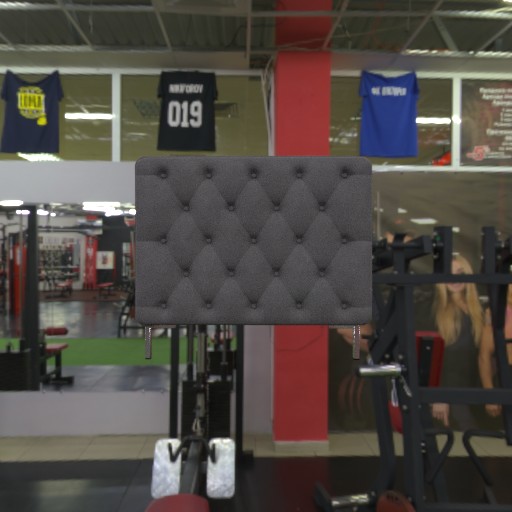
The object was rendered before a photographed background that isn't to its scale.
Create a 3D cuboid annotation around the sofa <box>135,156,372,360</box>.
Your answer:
[{"bbox_3d":[0.000,0.000,2.709,0.895,0.771,2.209,0,0,1],"label":"sofa"}]
